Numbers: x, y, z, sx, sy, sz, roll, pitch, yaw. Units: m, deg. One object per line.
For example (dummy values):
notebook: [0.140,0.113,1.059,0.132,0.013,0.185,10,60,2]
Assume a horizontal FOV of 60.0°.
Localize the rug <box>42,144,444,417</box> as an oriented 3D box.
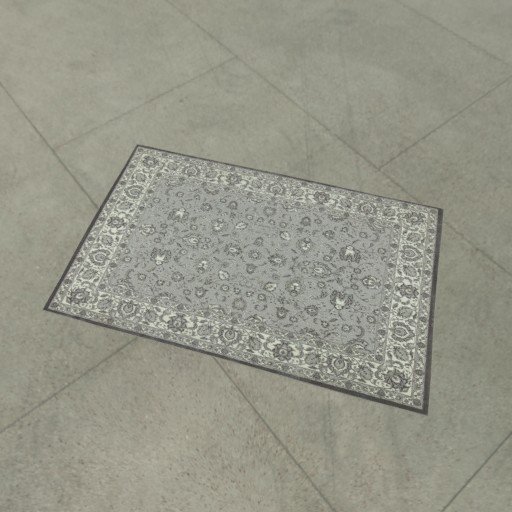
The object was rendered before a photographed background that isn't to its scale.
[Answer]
rug: [0.000,0.000,3.039,2.438,0.011,1.524,13,60,8]
